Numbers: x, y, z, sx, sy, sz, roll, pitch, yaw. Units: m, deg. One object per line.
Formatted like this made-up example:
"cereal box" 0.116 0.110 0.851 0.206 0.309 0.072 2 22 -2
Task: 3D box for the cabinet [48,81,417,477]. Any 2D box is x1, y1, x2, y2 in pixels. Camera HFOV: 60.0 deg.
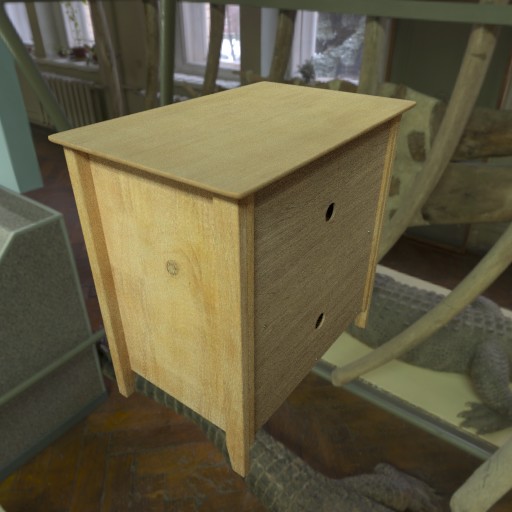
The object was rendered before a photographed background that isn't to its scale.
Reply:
"cabinet" 0.000 0.000 1.233 0.503 0.762 0.763 21 37 30
